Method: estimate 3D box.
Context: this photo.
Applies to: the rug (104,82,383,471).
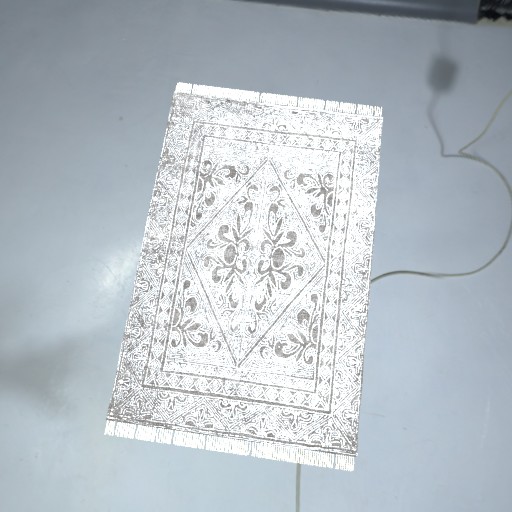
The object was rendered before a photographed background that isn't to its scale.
[{"bbox_3d":[0.000,0.000,2.934,1.529,0.010,2.440,8,76,2],"label":"rug"}]
